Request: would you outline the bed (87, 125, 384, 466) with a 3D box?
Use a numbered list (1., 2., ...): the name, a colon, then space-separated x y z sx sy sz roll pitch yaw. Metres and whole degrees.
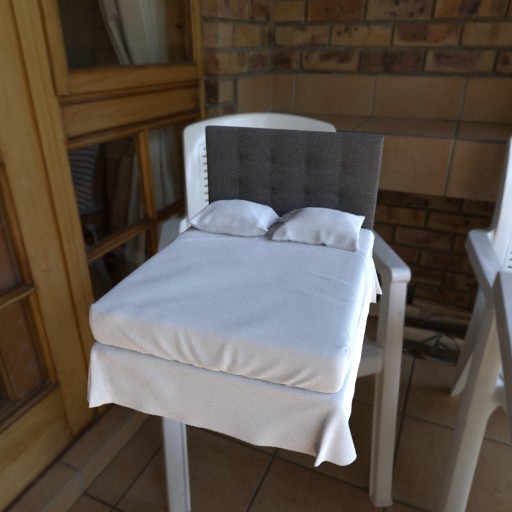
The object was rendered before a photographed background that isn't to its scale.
1. bed: 0.000 0.000 3.421 1.936 1.577 2.222 8 27 16
